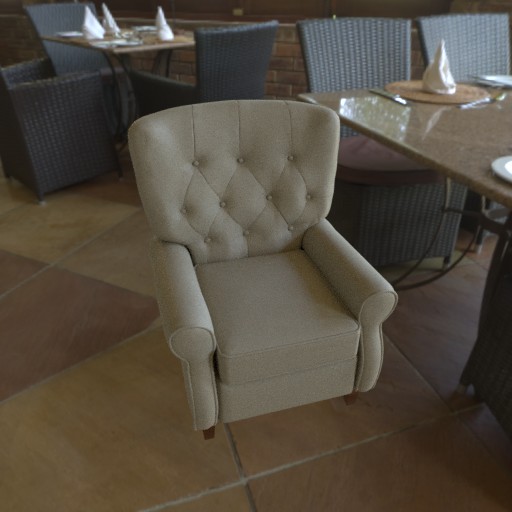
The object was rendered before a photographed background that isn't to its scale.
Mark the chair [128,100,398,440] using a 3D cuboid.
[{"bbox_3d":[0.000,0.000,1.958,0.943,1.158,1.059,-8,32,-13],"label":"chair"}]
